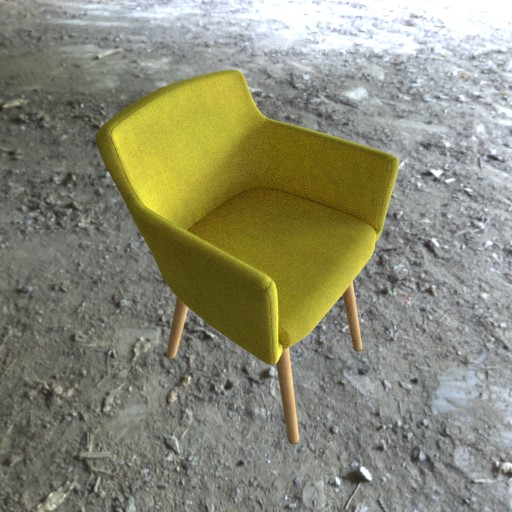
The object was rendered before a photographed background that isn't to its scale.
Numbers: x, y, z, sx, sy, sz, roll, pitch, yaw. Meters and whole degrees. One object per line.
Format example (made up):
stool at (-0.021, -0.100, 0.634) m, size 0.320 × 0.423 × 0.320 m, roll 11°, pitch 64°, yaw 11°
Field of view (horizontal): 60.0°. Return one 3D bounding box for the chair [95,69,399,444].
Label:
chair at (0.000, 0.000, 1.177) m, size 0.570 × 0.780 × 0.570 m, roll 26°, pitch 48°, yaw 26°
